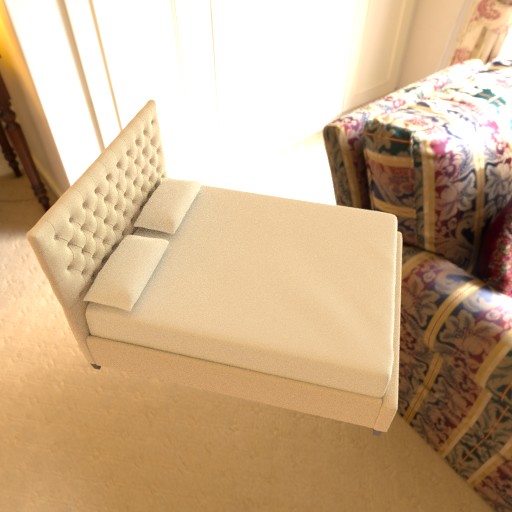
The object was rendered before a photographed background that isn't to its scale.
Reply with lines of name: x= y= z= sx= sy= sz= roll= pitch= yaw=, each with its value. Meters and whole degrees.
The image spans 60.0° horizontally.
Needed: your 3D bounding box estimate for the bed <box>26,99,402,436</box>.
bed: x=0.000 y=0.000 z=3.305 sx=2.233 sy=1.426 sz=1.696 roll=10 pitch=46 yaw=10
